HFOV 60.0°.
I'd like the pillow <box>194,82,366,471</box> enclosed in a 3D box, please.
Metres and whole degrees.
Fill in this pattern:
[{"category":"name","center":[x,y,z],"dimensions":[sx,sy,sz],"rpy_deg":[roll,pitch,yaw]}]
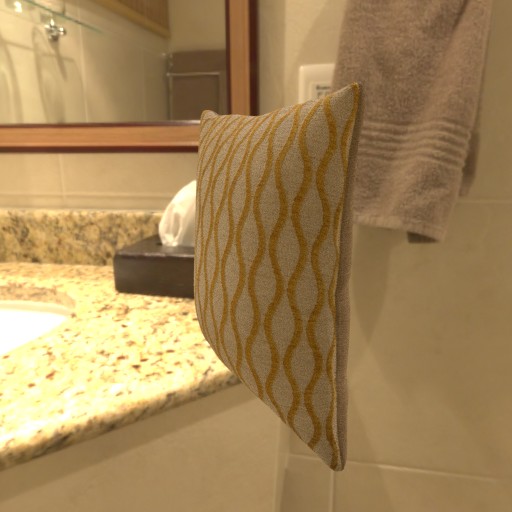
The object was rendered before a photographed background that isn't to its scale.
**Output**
[{"category":"pillow","center":[0.000,0.000,0.650],"dimensions":[0.159,0.436,0.429],"rpy_deg":[-7,16,-26]}]
